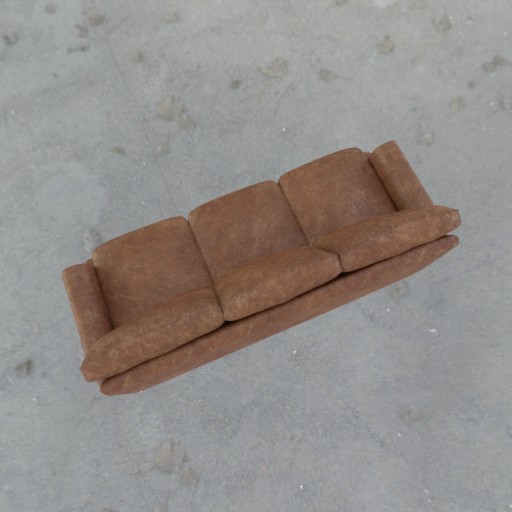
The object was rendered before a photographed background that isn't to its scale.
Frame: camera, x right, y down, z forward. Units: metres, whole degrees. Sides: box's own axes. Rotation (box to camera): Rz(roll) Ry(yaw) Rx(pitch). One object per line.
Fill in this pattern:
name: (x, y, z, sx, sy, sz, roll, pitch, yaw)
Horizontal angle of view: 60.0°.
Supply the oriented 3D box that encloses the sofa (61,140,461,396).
sofa: (0.000, 0.000, 2.869, 2.351, 0.977, 0.973, -22, 76, -6)
